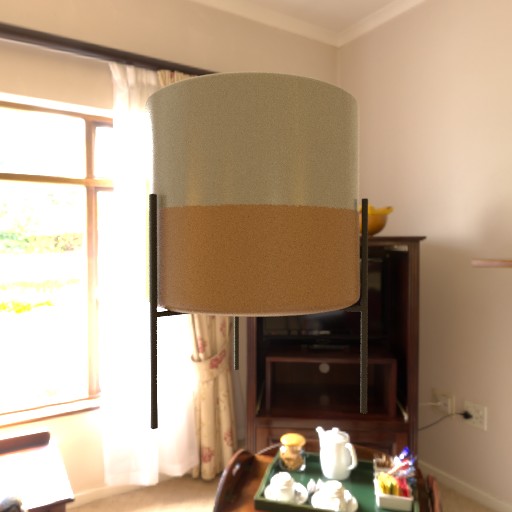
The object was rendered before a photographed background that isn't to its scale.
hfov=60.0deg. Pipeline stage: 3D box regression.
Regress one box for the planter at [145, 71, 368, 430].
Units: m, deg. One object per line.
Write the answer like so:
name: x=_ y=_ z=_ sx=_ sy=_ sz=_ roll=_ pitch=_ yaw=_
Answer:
planter: x=0.000 y=0.000 z=0.735 sx=0.360 sy=0.480 sz=0.348 roll=0 pitch=1 yaw=19
